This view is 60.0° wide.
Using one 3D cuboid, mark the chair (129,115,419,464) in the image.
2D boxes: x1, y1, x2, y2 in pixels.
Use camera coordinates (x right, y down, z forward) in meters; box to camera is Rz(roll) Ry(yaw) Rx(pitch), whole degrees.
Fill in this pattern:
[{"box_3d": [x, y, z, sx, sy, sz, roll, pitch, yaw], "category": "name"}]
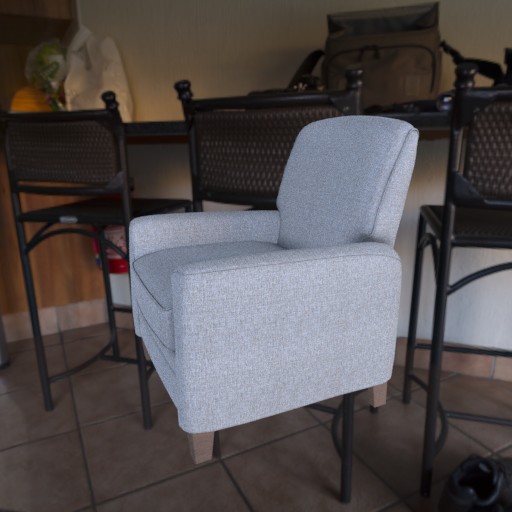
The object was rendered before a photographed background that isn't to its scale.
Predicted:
[{"box_3d": [0.000, 0.000, 1.658, 0.864, 1.014, 0.848, -7, 17, -24], "category": "chair"}]
